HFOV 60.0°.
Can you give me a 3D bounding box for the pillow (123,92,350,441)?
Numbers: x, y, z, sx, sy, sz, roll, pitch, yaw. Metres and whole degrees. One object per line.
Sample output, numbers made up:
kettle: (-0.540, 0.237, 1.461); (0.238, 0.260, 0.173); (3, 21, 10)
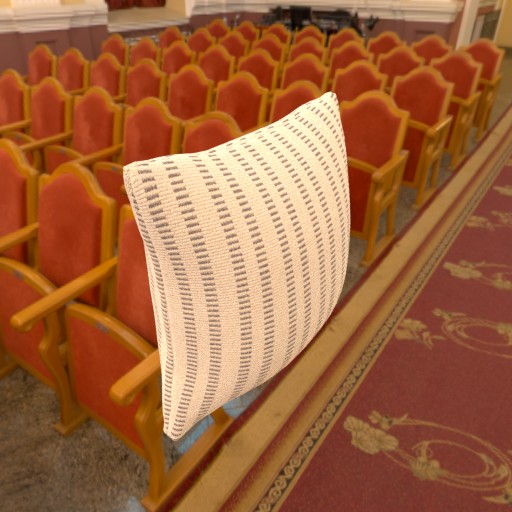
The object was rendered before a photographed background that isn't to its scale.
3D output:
pillow: (0.000, 0.000, 0.686); (0.247, 0.419, 0.438); (21, 38, 30)
